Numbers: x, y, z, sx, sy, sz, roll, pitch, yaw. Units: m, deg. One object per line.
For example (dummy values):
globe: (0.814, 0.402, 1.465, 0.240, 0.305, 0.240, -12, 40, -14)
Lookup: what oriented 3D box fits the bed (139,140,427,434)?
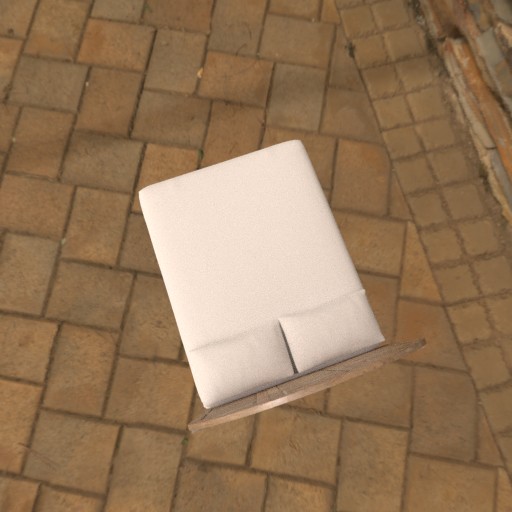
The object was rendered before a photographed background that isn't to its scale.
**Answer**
bed: (0.000, 0.000, 3.502, 1.713, 2.002, 2.112, -19, 77, -5)
